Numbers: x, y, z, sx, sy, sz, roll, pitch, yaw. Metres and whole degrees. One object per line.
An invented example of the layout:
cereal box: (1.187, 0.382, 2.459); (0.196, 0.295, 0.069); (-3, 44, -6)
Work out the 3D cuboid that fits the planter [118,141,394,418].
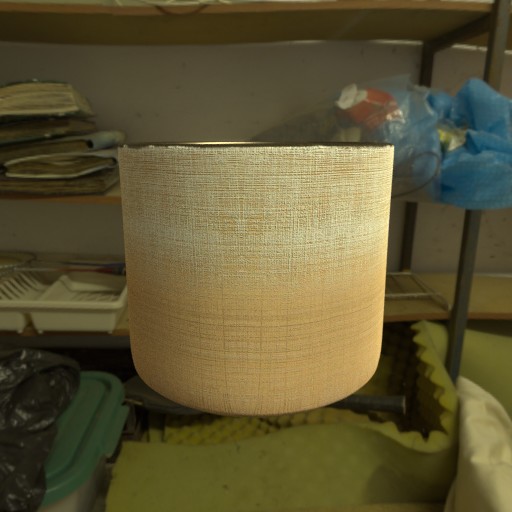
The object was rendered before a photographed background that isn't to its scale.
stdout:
planter: (0.000, 0.000, 0.444); (0.254, 0.221, 0.254); (0, 15, 0)
